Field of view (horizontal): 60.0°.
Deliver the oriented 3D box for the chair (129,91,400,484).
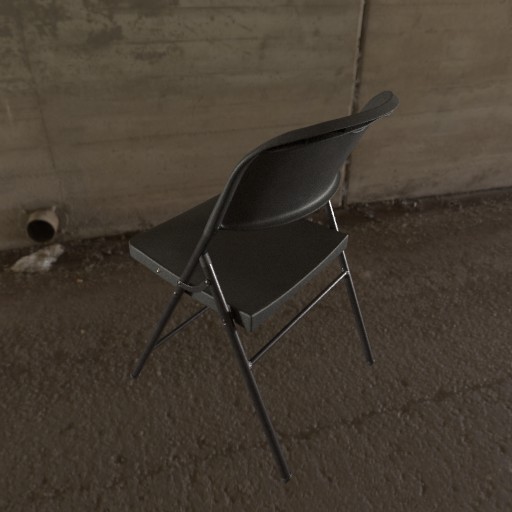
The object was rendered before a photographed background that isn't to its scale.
[{"bbox_3d":[0.000,0.000,1.116,0.566,0.810,0.494,22,38,31],"label":"chair"}]
